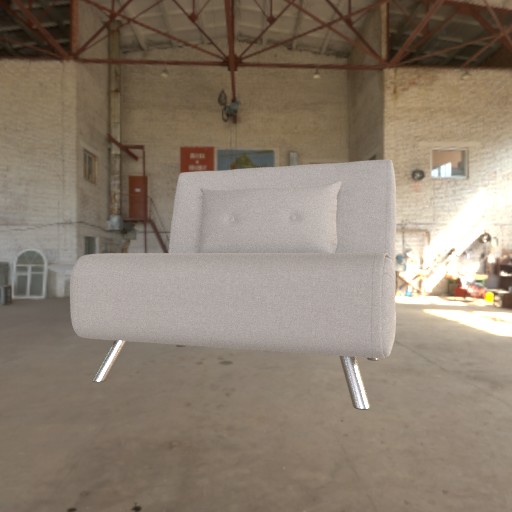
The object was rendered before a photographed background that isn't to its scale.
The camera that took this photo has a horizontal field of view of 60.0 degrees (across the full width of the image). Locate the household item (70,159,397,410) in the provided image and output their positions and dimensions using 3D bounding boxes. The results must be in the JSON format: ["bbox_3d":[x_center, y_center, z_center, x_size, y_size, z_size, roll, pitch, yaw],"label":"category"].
[{"bbox_3d":[0.000,0.000,1.658,1.000,0.800,0.874,0,0,18],"label":"household item"}]
